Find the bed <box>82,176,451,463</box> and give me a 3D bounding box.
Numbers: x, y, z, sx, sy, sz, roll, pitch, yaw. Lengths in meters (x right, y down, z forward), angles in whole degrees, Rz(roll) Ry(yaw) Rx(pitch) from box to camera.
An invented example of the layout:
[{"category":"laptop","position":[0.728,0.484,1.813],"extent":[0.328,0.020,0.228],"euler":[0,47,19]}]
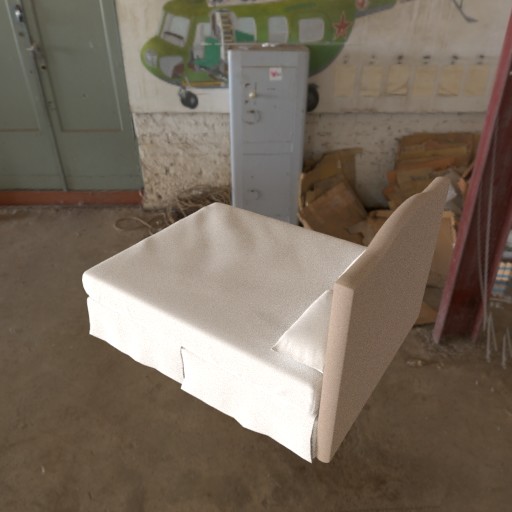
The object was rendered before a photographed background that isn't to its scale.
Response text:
[{"category":"bed","position":[0.000,0.000,3.509],"extent":[2.282,1.436,1.821],"euler":[20,36,29]}]
